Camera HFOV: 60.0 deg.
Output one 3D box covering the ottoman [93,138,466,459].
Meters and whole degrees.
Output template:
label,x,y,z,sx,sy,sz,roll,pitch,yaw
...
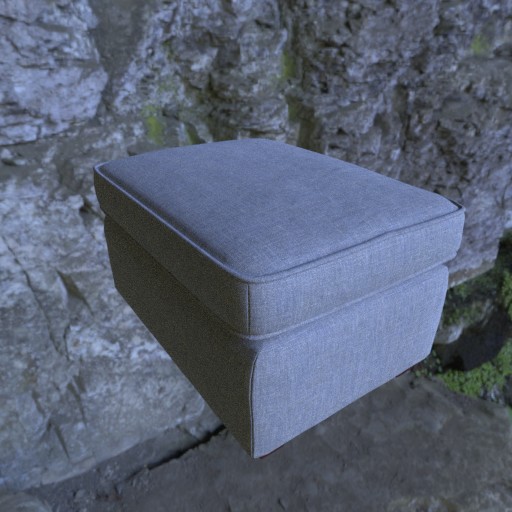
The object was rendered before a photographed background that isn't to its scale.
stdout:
label,x,y,z,sx,sy,sz,roll,pitch,yaw
ottoman,0.000,0.000,1.099,0.559,0.457,0.762,-18,32,-31
